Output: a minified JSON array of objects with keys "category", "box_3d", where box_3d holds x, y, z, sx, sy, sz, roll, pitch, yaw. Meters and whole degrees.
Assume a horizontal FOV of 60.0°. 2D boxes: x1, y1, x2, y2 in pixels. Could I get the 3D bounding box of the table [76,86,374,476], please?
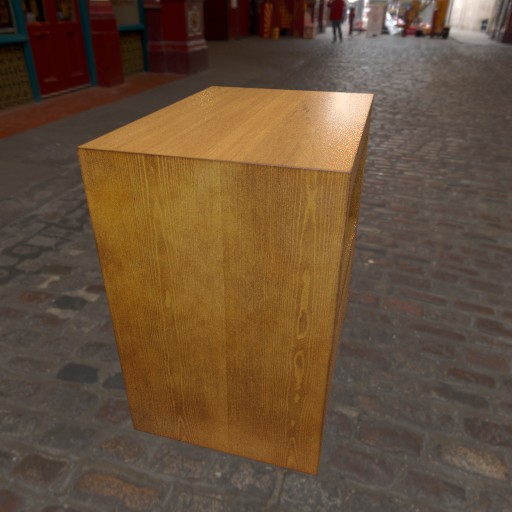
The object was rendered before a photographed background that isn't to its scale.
[{"category":"table","box_3d":[0.000,0.000,0.973,0.400,0.605,0.550,8,31,14]}]
